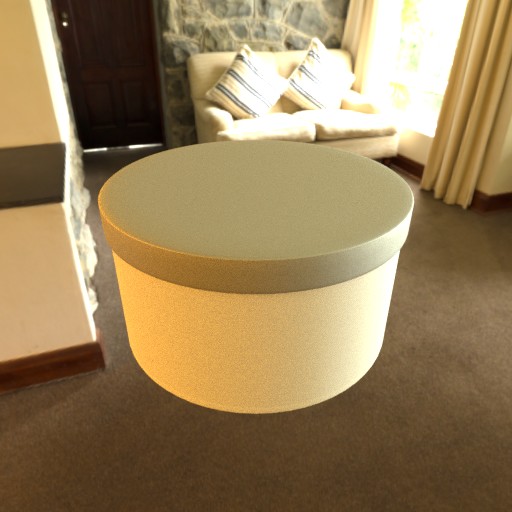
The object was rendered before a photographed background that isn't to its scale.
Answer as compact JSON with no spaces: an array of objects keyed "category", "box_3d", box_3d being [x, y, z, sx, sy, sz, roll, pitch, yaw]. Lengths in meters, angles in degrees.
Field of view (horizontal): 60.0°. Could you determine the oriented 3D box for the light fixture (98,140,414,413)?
[{"category":"light fixture","box_3d":[0.000,0.000,0.633,0.393,0.229,0.393,0,30,0]}]
